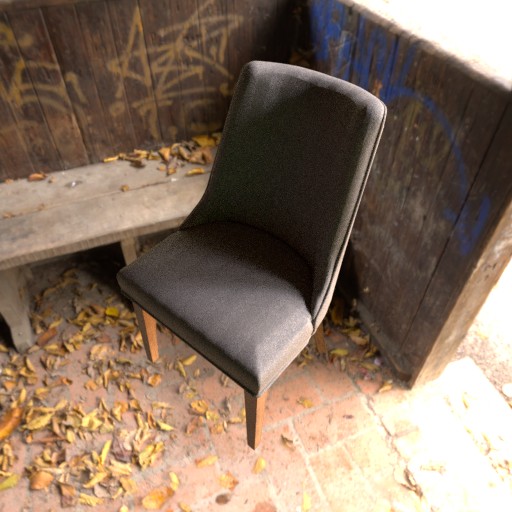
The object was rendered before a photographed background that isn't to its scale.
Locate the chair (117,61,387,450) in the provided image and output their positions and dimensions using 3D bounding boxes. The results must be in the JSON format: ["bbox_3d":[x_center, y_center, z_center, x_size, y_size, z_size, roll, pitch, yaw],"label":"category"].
[{"bbox_3d":[0.000,0.000,1.323,0.548,0.916,0.636,31,54,26],"label":"chair"}]
